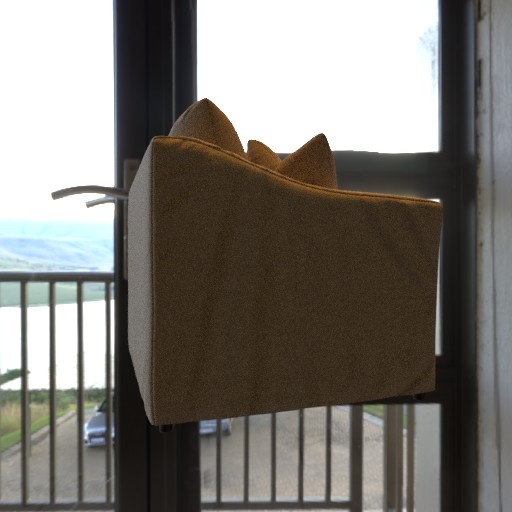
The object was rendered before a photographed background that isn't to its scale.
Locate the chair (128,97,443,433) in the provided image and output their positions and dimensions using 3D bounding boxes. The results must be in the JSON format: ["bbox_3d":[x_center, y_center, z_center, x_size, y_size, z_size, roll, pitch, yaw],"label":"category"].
[{"bbox_3d":[0.000,0.000,2.006,1.071,1.093,1.194,0,0,-19],"label":"chair"}]
